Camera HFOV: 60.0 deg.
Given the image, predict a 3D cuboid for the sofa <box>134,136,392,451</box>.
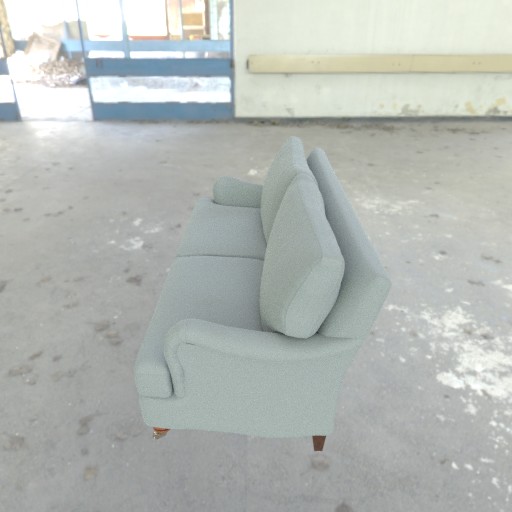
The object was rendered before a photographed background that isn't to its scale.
[{"bbox_3d":[0.000,0.000,2.821,1.069,1.096,2.193,0,27,1],"label":"sofa"}]
